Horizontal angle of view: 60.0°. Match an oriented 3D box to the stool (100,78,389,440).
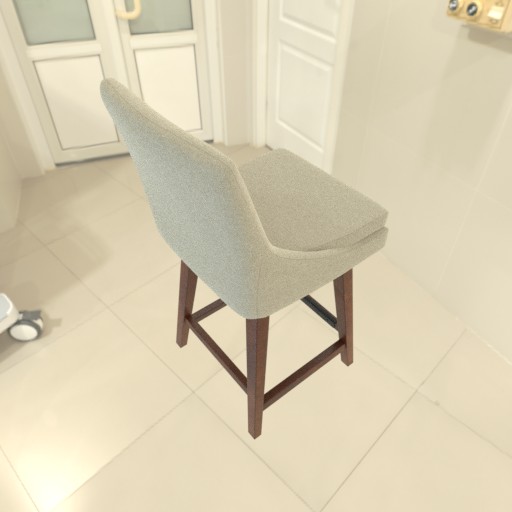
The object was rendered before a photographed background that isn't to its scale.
[{"bbox_3d":[0.000,0.000,1.251,0.559,0.991,0.469,-28,50,-27],"label":"stool"}]
